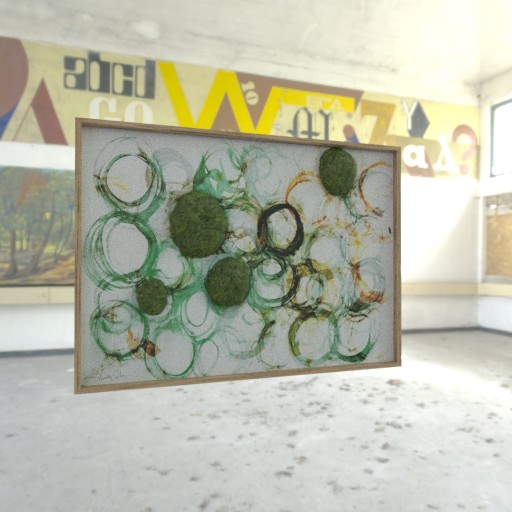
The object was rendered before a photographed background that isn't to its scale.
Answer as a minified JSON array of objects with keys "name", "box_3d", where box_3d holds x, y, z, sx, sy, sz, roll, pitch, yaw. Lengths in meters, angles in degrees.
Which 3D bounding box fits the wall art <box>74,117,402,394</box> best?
[{"name":"wall art","box_3d":[0.000,0.000,1.109,0.841,0.609,0.063,0,-1,-18]}]
